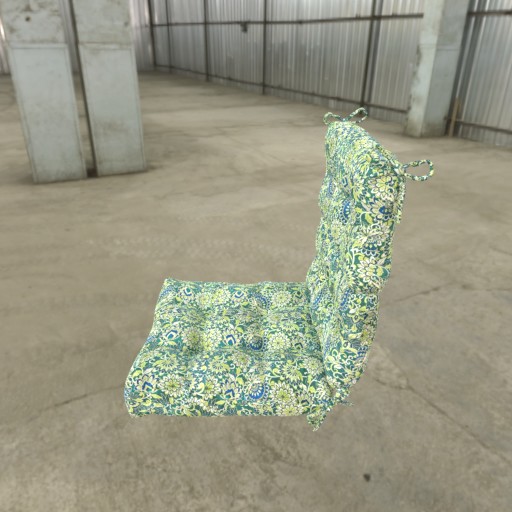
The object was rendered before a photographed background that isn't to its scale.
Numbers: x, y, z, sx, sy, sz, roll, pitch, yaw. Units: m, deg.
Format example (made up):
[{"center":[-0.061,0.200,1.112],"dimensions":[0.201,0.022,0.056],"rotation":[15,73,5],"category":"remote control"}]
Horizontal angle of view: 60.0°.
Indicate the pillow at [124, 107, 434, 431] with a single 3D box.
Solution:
[{"center":[0.000,0.000,1.035],"dimensions":[0.571,0.605,0.519],"rotation":[0,26,0],"category":"pillow"}]
